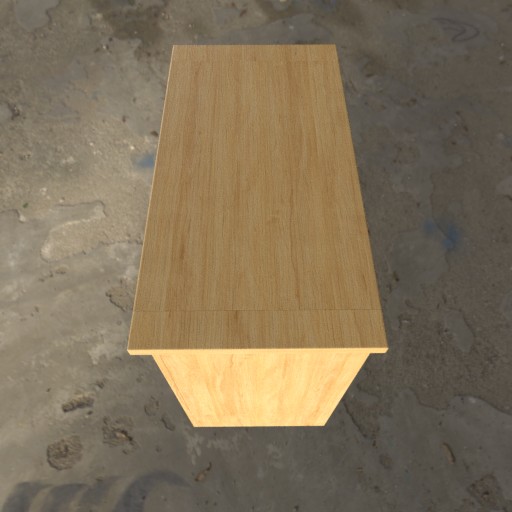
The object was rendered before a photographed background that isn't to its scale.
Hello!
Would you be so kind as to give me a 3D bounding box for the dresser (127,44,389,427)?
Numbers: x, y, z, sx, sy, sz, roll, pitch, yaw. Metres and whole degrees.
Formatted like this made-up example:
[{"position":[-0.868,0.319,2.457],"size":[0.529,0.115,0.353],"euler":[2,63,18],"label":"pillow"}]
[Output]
[{"position":[0.000,0.000,1.214],"size":[0.410,0.730,0.800],"euler":[0,58,0],"label":"dresser"}]
